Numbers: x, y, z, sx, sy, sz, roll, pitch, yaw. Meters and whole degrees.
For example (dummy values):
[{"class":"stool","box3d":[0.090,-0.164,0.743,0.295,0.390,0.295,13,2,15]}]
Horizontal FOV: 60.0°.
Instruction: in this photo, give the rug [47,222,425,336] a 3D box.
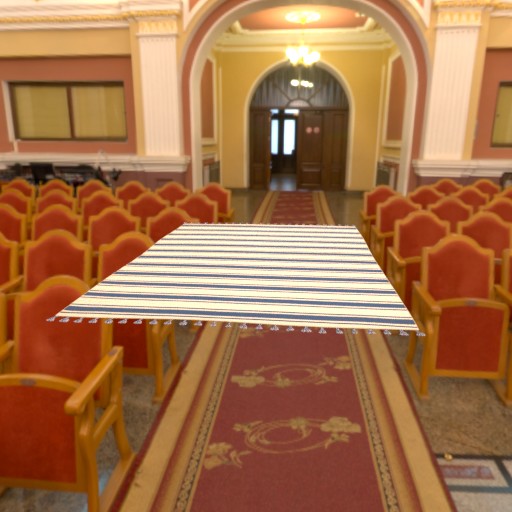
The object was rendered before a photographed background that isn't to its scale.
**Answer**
[{"class":"rug","box3d":[0.000,0.000,2.885,1.544,0.010,2.315,1,15,5]}]
